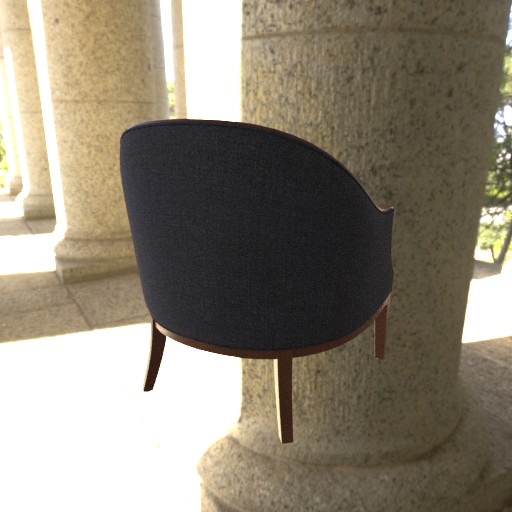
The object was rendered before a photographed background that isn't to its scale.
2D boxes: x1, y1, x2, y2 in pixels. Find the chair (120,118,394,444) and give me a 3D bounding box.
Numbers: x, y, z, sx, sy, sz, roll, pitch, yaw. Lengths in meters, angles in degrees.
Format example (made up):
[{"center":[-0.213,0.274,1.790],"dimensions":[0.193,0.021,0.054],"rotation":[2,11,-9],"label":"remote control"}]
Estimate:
[{"center":[0.000,0.000,1.498],"dimensions":[0.803,0.876,0.735],"rotation":[9,18,28],"label":"chair"}]
